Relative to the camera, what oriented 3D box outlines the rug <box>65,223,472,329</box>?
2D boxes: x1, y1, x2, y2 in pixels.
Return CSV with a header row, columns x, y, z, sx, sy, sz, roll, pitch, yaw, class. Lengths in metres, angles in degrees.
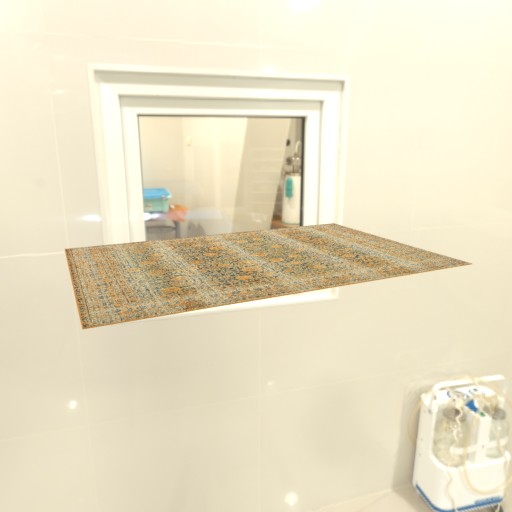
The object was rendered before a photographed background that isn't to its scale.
x,y,z,sx,sy,sz,roll,pitch,yaw,class
0.000,0.000,3.013,2.336,0.007,1.525,-7,16,-24,rug
